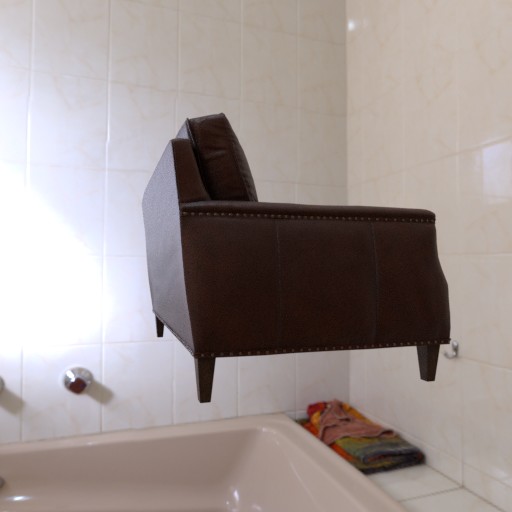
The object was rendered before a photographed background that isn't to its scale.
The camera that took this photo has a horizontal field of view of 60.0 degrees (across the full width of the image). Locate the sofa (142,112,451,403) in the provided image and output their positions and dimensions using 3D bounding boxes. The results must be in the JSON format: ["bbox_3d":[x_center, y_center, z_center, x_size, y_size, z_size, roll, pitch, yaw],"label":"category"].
[{"bbox_3d":[0.000,0.000,2.283,1.083,1.003,1.628,1,-2,-18],"label":"sofa"}]
